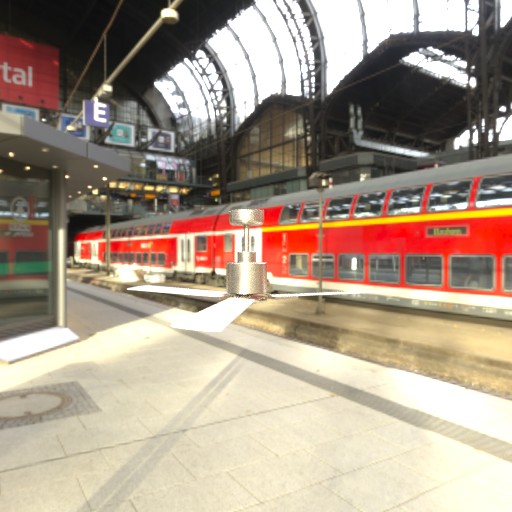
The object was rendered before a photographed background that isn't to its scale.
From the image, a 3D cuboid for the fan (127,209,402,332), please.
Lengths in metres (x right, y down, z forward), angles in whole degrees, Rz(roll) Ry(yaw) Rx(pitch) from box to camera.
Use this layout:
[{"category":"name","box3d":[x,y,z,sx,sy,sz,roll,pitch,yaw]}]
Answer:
[{"category":"fan","box3d":[0.000,0.000,2.314,1.531,0.446,1.561,-1,1,-34]}]
